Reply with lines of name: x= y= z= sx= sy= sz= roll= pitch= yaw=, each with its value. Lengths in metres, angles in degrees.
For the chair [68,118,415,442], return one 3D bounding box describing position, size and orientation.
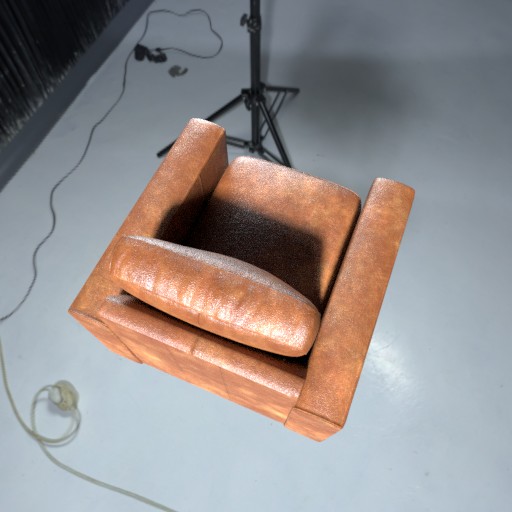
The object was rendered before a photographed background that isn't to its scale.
chair: x=0.000 y=0.000 z=1.759 sx=1.005 sy=0.873 sz=1.016 roll=20 pitch=65 yaw=10
